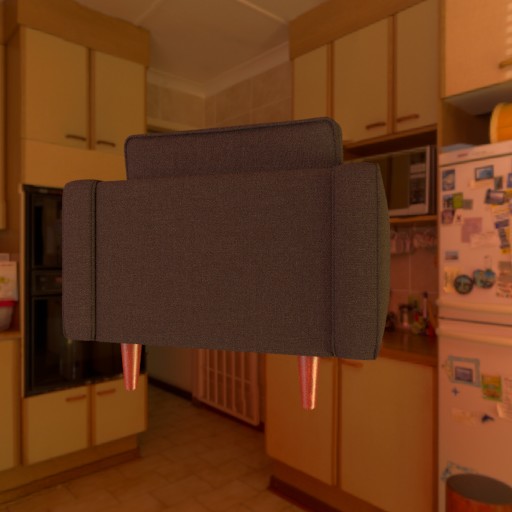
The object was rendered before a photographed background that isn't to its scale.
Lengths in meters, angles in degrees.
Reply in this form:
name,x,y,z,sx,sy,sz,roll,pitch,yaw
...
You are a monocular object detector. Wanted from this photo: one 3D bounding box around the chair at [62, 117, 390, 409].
name,x,y,z,sx,sy,sz,roll,pitch,yaw
chair,0.000,0.000,1.561,0.899,0.770,0.919,0,0,18
